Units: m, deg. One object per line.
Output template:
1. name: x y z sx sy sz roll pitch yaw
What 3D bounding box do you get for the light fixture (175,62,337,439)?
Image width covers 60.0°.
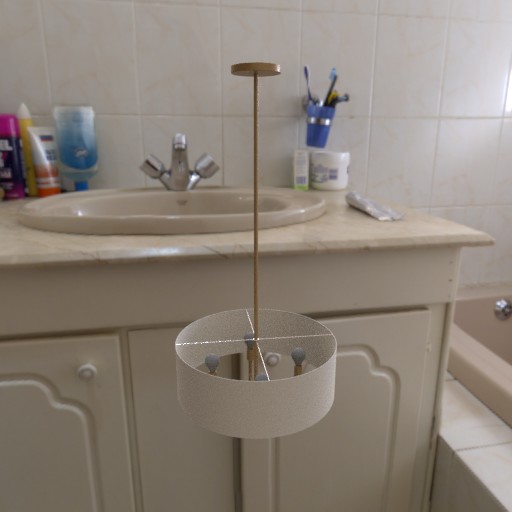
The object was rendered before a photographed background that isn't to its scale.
1. light fixture: 0.000 0.000 1.342 0.508 1.067 0.508 0 15 0
